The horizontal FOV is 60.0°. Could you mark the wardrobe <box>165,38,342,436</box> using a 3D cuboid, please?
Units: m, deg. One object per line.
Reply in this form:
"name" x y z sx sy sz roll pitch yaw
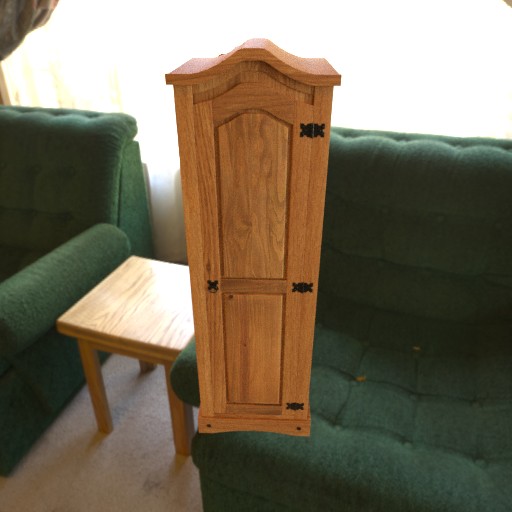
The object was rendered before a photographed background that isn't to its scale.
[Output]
"wardrobe" 0.000 0.000 2.141 0.590 1.870 0.570 1 30 2
